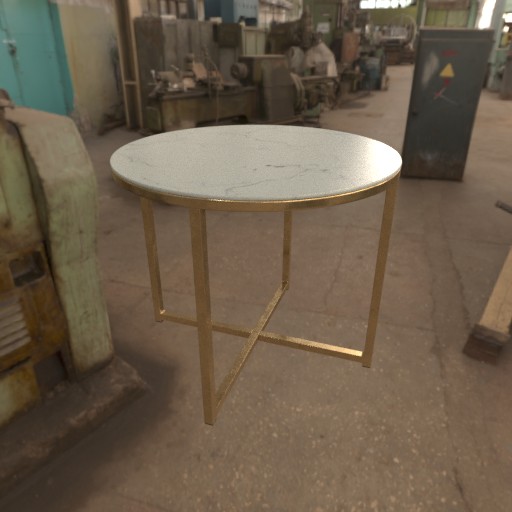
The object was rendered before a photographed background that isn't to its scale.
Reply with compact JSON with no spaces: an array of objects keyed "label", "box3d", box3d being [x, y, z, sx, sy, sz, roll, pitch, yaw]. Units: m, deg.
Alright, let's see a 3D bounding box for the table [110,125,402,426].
[{"label":"table","box3d":[0.000,0.000,0.884,0.500,0.420,0.500,0,27,0]}]
